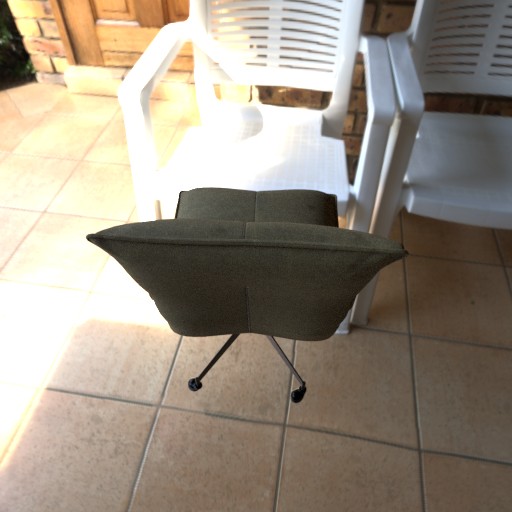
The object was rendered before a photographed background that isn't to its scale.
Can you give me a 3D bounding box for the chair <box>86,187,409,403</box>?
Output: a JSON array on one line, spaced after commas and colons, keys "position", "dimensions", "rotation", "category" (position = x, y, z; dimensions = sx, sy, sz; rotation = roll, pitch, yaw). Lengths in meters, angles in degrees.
[{"position": [0.000, 0.000, 1.324], "dimensions": [0.597, 0.811, 0.696], "rotation": [2, 48, 2], "category": "chair"}]
